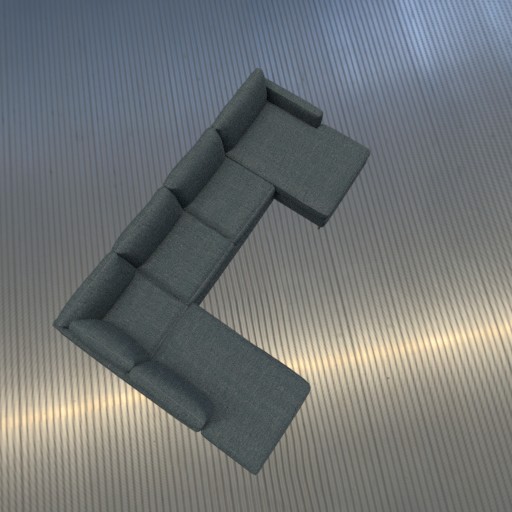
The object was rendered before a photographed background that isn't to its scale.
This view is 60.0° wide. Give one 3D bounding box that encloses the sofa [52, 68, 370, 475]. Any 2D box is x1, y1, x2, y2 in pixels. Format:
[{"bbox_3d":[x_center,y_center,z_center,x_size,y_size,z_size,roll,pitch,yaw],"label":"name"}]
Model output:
[{"bbox_3d":[0.000,0.000,3.617,1.879,0.753,2.737,33,77,9],"label":"sofa"}]
